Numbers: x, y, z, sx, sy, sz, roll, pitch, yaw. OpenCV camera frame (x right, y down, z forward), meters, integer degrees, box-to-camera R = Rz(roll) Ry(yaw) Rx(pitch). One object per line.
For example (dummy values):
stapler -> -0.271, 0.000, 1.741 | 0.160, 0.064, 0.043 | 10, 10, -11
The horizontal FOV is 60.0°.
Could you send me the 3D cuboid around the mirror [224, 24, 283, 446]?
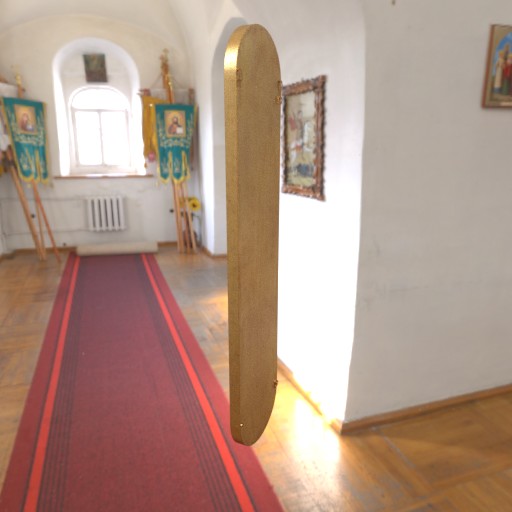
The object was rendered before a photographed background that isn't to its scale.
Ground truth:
mirror -> 0.000, 0.000, 1.049 | 0.032, 0.991, 0.222 | 7, 16, 25
